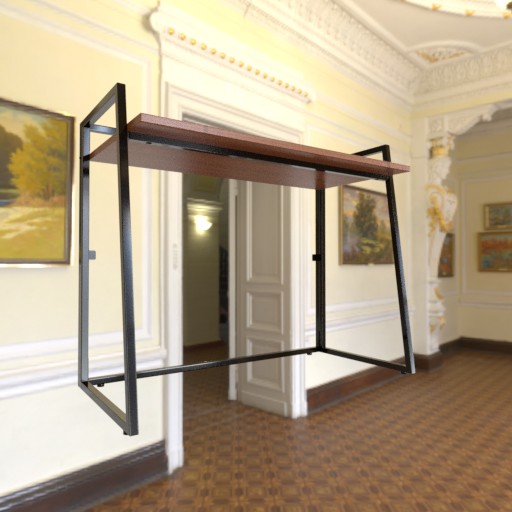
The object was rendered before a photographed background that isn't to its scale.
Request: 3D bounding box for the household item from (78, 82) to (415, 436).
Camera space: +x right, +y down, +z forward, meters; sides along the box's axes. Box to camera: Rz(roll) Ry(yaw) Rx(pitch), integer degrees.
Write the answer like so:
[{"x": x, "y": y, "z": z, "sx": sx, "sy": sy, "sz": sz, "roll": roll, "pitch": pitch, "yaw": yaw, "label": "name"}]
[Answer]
[{"x": 0.000, "y": 0.000, "z": 1.522, "sx": 1.050, "sy": 0.860, "sz": 0.510, "roll": 1, "pitch": -1, "yaw": -34, "label": "household item"}]
